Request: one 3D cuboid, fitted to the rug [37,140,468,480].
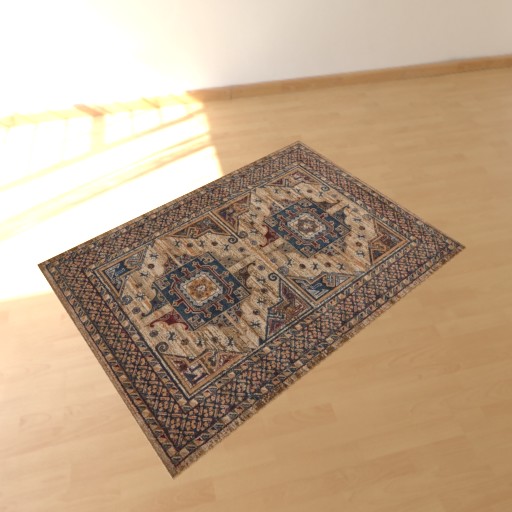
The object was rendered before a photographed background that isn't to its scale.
[{"bbox_3d":[0.000,0.000,2.822,2.227,0.008,1.611,-31,54,-25],"label":"rug"}]
